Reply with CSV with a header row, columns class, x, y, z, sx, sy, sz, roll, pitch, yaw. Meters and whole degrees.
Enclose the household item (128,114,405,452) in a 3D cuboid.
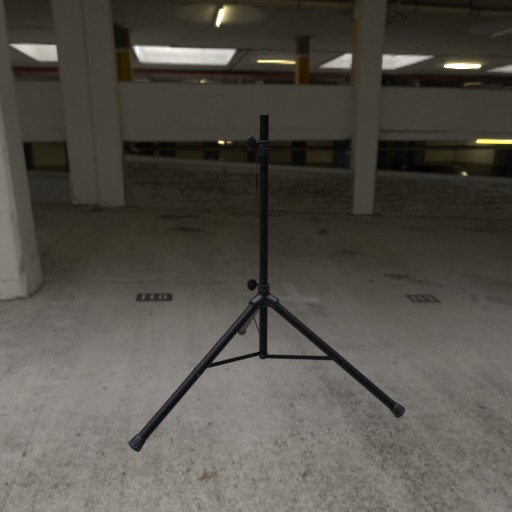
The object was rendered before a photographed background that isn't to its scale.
class,x,y,z,sx,sy,sz,roll,pitch,yaw
household item,0.000,0.000,1.885,1.045,1.136,0.907,-3,16,-9
